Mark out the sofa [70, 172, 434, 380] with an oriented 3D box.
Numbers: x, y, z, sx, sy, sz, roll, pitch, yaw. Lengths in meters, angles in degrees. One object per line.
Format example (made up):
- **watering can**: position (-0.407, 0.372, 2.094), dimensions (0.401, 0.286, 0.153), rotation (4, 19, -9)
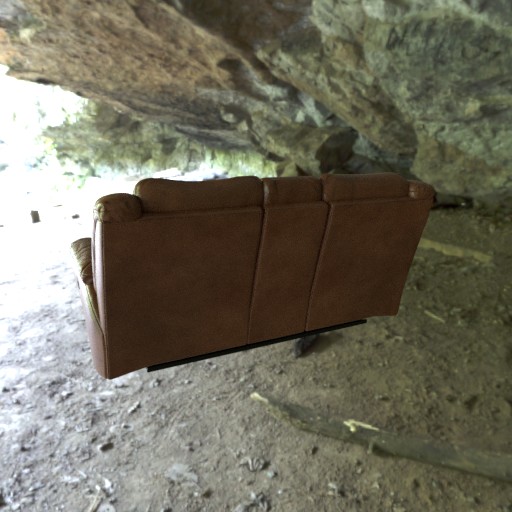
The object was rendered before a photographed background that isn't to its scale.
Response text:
- **sofa**: position (0.000, 0.000, 2.744), dimensions (2.058, 1.043, 0.991), rotation (-7, 15, -26)
